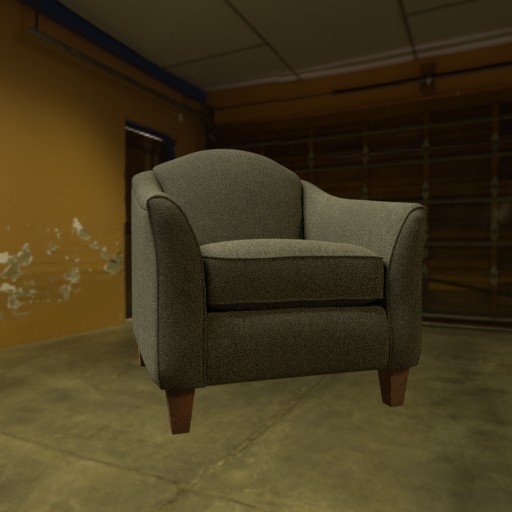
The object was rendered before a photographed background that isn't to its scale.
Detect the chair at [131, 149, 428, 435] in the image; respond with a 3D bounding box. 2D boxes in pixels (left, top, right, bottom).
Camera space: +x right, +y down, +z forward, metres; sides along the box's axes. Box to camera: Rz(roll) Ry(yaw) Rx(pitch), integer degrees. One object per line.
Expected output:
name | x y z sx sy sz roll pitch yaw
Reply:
chair | 0.000 0.000 1.454 0.763 0.839 0.787 0 0 -18
